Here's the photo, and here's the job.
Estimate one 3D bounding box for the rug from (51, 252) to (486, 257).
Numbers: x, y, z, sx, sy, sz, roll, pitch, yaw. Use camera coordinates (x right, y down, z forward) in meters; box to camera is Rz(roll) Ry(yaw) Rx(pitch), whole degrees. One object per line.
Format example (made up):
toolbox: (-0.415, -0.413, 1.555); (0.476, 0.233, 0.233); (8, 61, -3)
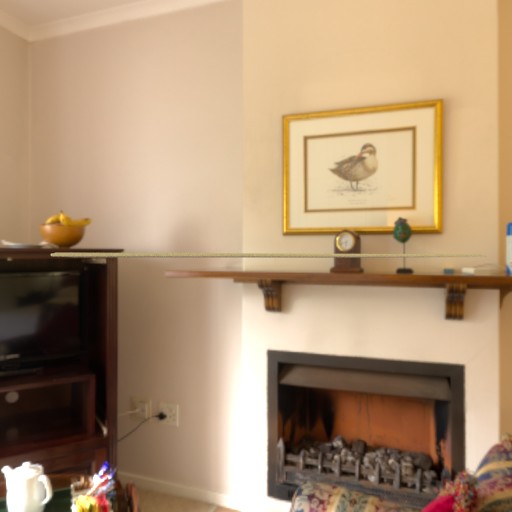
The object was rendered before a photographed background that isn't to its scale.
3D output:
rug: (0.000, 0.000, 3.480); (2.746, 0.018, 1.819); (0, 0, -19)
